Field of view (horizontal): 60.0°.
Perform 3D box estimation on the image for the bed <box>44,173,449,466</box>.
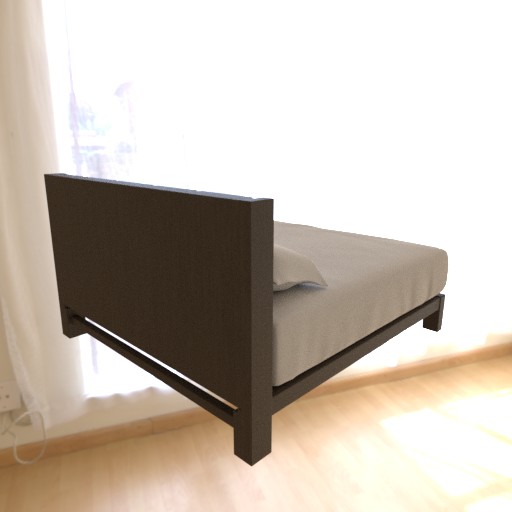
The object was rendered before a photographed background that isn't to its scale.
[{"bbox_3d":[0.000,0.000,3.438,2.143,1.261,2.238,14,20,43],"label":"bed"}]
